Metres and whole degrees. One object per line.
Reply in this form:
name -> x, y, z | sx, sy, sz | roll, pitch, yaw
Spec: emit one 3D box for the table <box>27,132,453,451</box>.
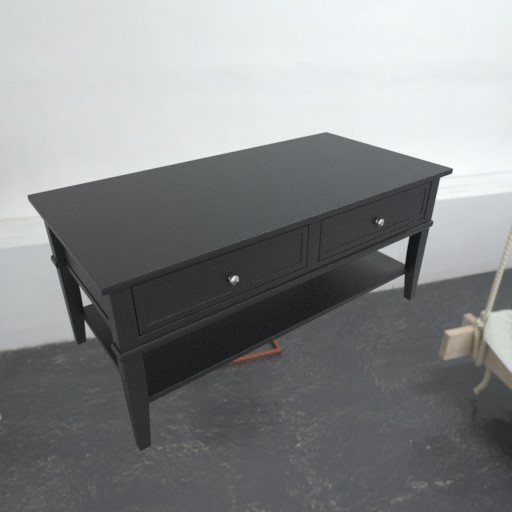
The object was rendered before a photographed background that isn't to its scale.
table -> 0.000, 0.000, 1.318 | 1.044, 0.470, 0.523 | -20, 36, -31
